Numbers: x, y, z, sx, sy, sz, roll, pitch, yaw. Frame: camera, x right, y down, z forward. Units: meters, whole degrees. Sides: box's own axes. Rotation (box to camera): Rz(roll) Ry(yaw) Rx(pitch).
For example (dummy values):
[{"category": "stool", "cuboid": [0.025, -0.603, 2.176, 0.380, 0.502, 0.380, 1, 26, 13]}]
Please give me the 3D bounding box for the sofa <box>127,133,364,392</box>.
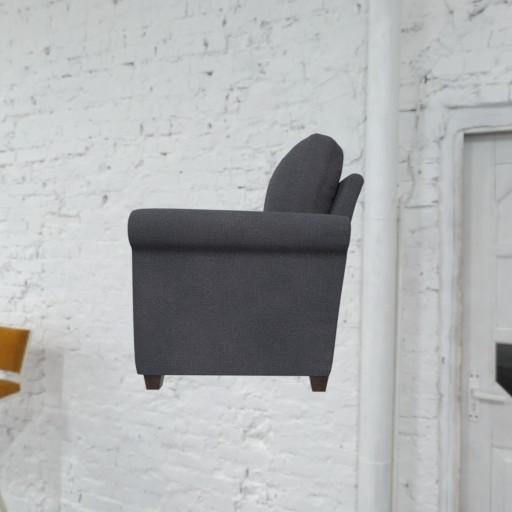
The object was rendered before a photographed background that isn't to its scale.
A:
[{"category": "sofa", "cuboid": [0.000, 0.000, 2.461, 0.842, 0.942, 1.935, 0, 0, 1]}]
